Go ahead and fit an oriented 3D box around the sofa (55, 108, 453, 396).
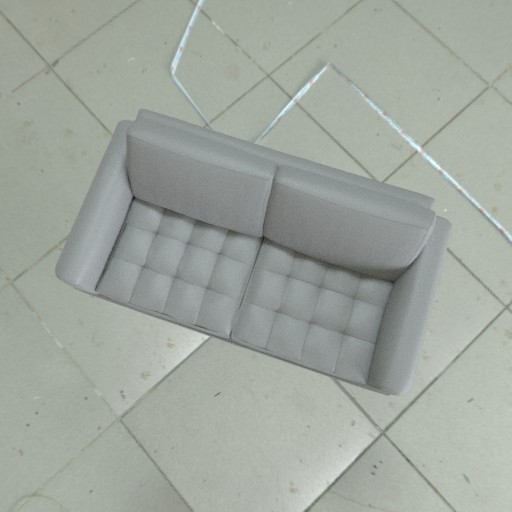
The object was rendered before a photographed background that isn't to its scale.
[{"bbox_3d":[0.000,0.000,2.734,2.177,0.930,1.121,18,78,4],"label":"sofa"}]
